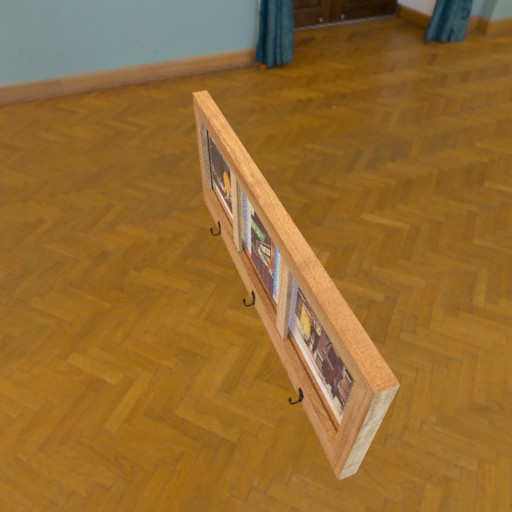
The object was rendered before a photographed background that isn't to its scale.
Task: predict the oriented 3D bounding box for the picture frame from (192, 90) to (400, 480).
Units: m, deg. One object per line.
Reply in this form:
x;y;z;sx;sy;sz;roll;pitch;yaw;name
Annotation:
0.000;0.000;0.652;0.045;0.234;0.582;-16;49;-14;picture frame
